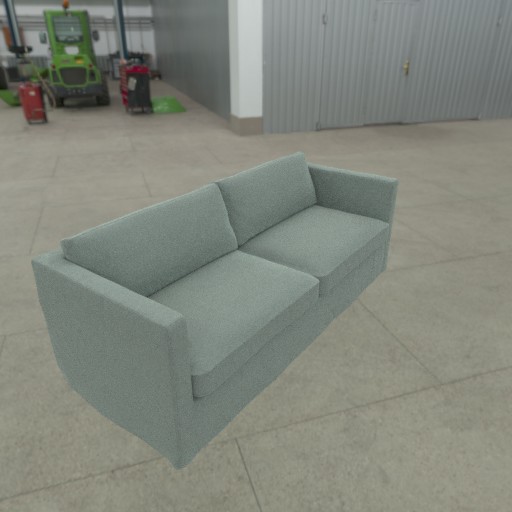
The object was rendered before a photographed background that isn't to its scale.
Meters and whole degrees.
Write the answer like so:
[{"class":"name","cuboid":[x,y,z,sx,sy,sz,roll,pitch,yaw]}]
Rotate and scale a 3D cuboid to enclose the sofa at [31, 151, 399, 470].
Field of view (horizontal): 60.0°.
[{"class":"sofa","cuboid":[0.000,0.000,2.756,0.962,0.853,2.312,18,32,32]}]
